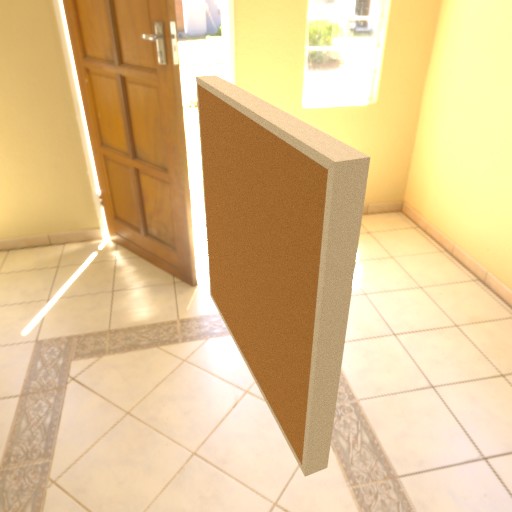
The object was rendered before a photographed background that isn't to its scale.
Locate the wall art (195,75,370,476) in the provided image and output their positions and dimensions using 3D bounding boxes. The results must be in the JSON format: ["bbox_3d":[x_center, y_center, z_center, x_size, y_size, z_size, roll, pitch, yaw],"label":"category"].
[{"bbox_3d":[0.000,0.000,0.458,0.024,0.304,0.304,-12,33,-19],"label":"wall art"}]
